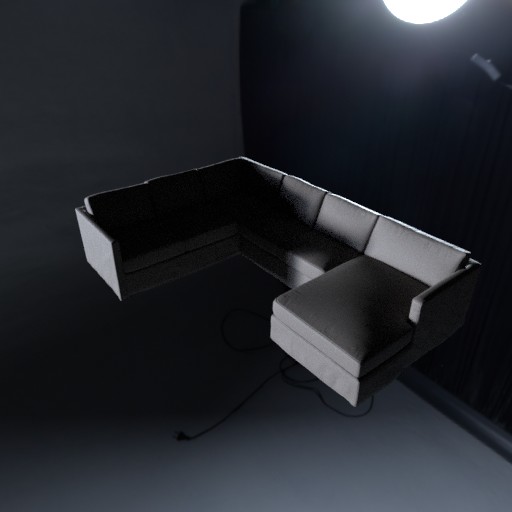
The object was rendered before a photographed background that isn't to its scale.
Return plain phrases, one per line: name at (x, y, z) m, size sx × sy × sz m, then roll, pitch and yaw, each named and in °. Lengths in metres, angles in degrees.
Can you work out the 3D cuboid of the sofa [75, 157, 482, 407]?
sofa at (0.000, 0.000, 4.540) m, size 2.427 × 0.882 × 3.460 m, roll -22°, pitch 38°, yaw -32°
